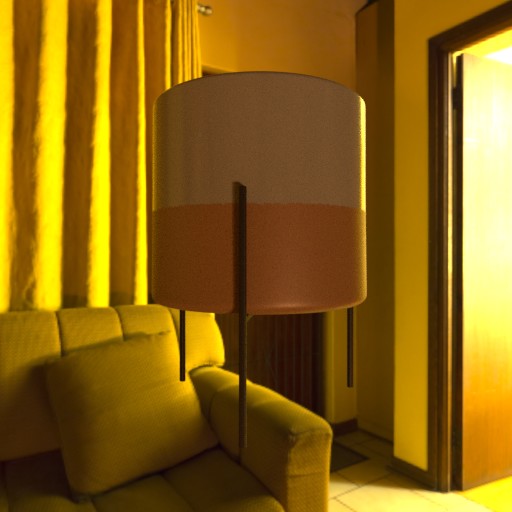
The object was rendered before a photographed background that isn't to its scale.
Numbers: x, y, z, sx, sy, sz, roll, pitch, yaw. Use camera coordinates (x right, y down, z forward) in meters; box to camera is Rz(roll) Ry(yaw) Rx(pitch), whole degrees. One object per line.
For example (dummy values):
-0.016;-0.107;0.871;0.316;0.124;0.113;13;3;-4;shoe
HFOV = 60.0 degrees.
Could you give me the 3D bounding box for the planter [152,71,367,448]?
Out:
0.000;0.000;0.742;0.360;0.480;0.348;0;0;37;planter
